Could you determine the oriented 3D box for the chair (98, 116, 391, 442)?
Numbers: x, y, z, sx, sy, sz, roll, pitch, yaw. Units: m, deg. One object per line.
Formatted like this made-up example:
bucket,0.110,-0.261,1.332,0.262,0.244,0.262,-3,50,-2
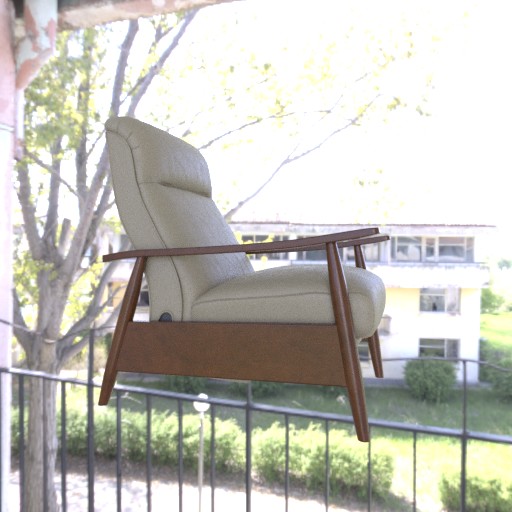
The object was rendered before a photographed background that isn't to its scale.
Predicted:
chair,0.000,0.000,1.794,1.014,1.082,0.762,0,1,19
